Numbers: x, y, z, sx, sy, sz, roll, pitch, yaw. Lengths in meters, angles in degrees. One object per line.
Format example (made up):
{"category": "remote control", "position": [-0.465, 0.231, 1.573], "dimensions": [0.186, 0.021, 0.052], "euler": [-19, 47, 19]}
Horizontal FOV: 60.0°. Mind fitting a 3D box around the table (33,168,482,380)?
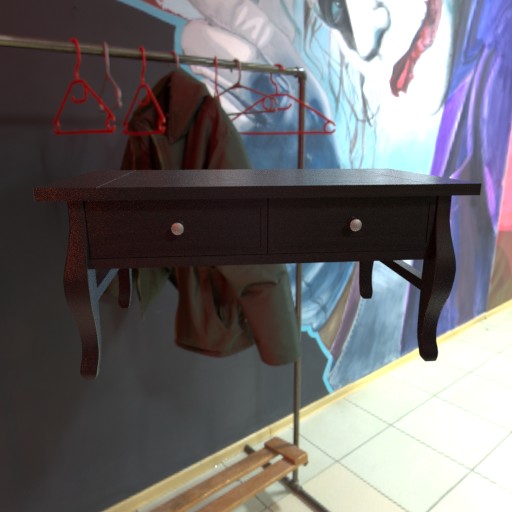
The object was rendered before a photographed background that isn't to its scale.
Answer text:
{"category": "table", "position": [0.000, 0.000, 1.384], "dimensions": [1.062, 0.494, 0.600], "euler": [-2, 15, -6]}
